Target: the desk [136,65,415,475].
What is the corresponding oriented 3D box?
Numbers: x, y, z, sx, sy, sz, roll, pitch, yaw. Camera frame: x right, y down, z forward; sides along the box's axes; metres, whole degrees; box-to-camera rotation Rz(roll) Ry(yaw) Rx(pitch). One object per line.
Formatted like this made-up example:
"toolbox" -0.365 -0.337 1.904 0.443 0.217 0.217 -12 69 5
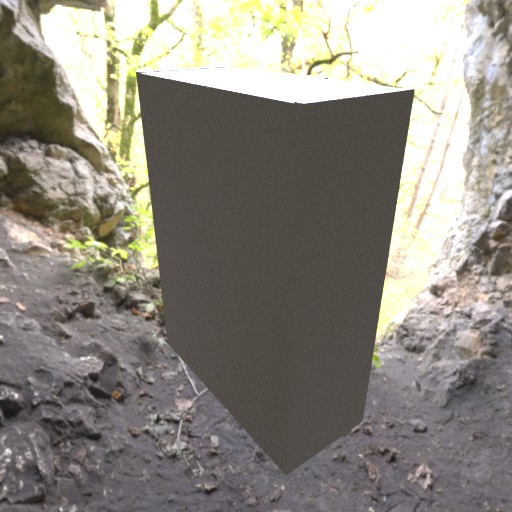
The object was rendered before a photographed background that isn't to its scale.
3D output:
"desk" 0.000 0.000 1.593 0.390 1.190 0.850 -19 33 -32
